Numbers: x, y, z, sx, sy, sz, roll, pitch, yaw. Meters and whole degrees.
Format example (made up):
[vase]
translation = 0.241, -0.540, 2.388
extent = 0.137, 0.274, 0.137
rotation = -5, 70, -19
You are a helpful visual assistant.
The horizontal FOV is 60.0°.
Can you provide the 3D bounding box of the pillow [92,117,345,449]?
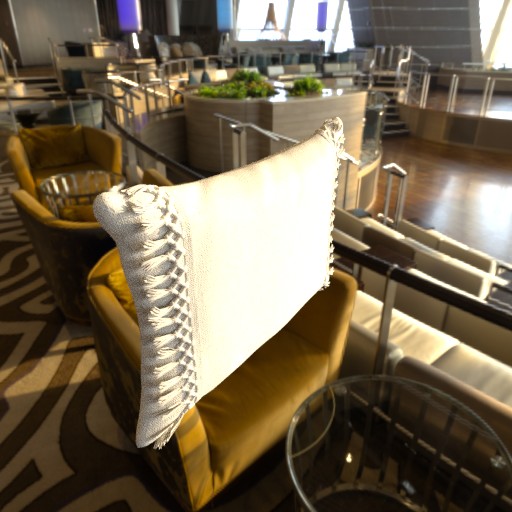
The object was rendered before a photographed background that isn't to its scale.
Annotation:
[pillow]
translation = 0.000, 0.000, 0.600
extent = 0.084, 0.305, 0.466
rotation = 18, 32, 31
